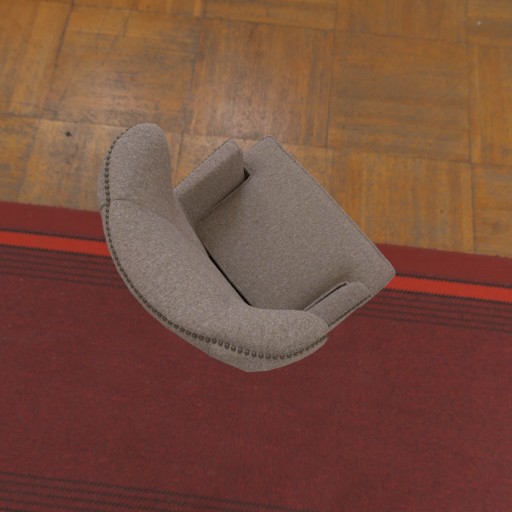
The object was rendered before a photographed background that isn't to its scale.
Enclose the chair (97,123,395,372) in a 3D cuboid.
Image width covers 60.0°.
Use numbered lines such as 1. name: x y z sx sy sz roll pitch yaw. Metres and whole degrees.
1. chair: 0.000 0.000 1.592 0.758 1.060 0.759 -38 77 -10
